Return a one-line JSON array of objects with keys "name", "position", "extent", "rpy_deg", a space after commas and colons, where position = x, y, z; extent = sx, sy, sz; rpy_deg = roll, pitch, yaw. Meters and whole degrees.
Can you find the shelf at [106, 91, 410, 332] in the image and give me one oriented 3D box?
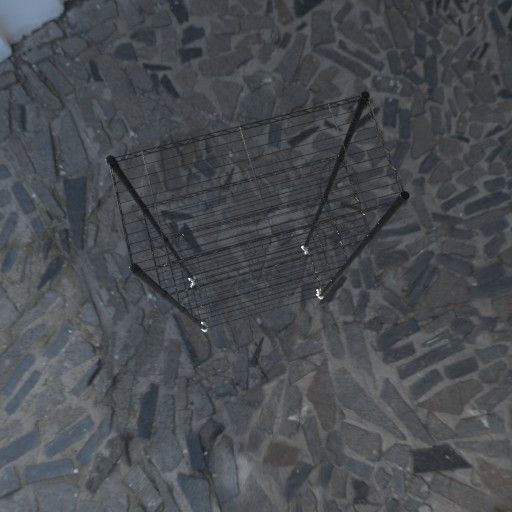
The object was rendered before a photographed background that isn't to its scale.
[{"name": "shelf", "position": [0.000, 0.000, 1.966], "extent": [0.762, 1.645, 0.356], "rpy_deg": [-15, 76, -4]}]
